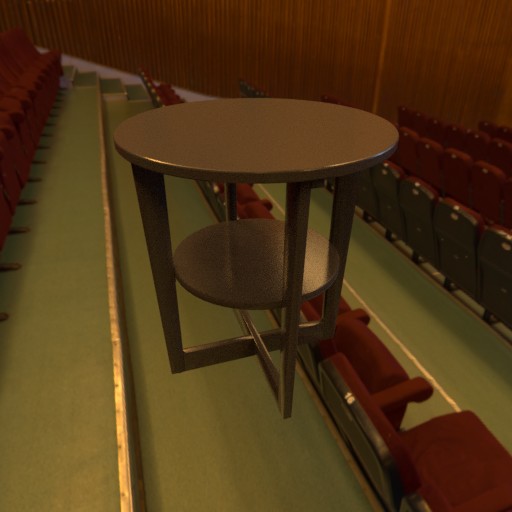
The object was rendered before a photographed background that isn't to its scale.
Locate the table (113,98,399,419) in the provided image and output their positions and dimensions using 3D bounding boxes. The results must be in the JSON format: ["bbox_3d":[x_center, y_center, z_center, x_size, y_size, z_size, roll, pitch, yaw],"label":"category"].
[{"bbox_3d":[0.000,0.000,0.941,0.500,0.550,0.500,0,30,0],"label":"table"}]
